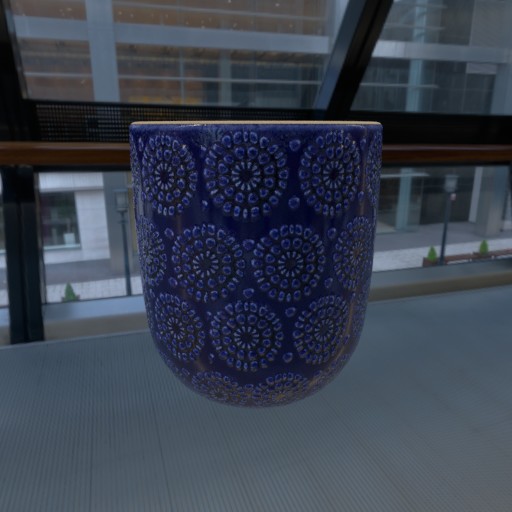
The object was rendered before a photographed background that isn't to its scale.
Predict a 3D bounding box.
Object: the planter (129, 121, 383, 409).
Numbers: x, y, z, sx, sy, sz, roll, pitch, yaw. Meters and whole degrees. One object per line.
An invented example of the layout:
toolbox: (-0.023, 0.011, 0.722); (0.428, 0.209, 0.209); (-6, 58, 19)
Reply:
planter: (0.000, 0.000, 0.357); (0.184, 0.206, 0.184); (0, 16, 0)
